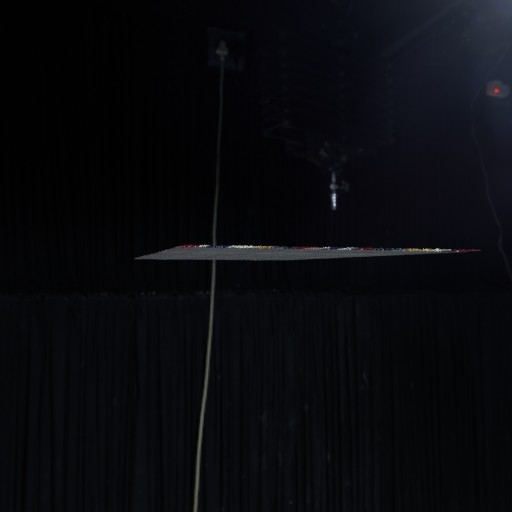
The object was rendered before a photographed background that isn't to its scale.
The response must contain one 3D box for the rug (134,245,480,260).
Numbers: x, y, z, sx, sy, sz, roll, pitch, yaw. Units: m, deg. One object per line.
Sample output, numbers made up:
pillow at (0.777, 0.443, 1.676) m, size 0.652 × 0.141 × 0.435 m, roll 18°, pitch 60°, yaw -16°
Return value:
rug at (0.000, 0.000, 3.050) m, size 1.465 × 0.012 × 2.465 m, roll 1°, pitch -2°, yaw -20°
